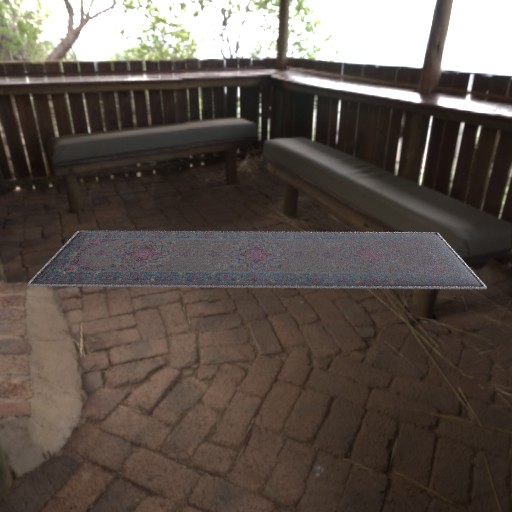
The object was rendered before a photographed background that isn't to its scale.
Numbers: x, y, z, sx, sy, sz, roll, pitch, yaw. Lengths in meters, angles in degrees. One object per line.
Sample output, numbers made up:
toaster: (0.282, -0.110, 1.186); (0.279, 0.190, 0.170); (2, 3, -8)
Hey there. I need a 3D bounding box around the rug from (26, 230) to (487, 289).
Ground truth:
rug: (0.000, 0.000, 1.998); (1.827, 0.012, 0.553); (0, 26, 1)
